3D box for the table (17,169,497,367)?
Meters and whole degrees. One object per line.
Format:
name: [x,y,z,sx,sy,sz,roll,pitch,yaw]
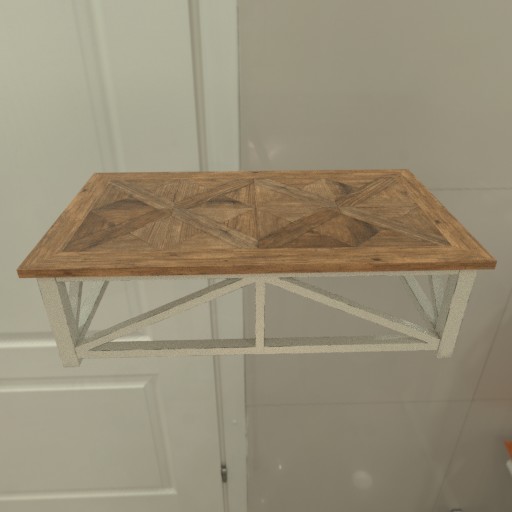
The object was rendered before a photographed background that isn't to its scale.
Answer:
table: [0.000,0.000,1.736,1.400,0.410,0.800,-1,31,-2]
